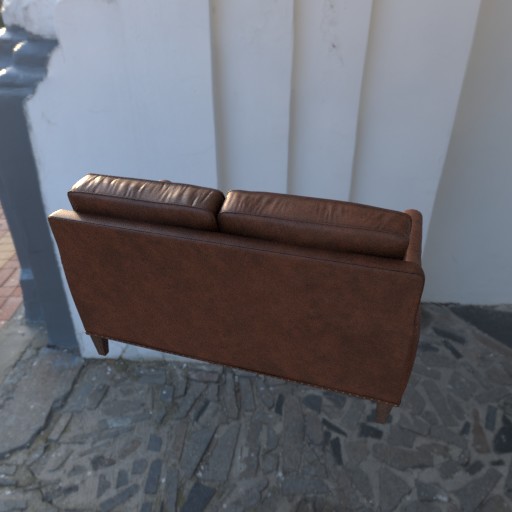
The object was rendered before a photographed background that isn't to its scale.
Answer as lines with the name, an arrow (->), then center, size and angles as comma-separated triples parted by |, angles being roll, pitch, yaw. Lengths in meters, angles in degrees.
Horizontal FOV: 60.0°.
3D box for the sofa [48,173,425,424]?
sofa -> 0.000, 0.000, 2.263 | 1.628, 1.003, 1.083 | 9, 32, 15
